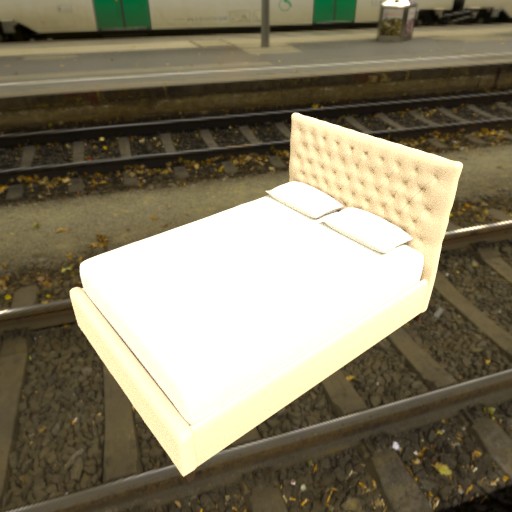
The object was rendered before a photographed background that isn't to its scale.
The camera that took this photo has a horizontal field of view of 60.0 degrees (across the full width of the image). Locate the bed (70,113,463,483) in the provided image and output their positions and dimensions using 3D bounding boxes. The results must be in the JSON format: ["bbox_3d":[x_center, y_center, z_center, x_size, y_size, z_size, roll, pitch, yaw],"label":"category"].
[{"bbox_3d":[0.000,0.000,3.357,2.387,1.427,1.698,-23,39,-32],"label":"bed"}]
